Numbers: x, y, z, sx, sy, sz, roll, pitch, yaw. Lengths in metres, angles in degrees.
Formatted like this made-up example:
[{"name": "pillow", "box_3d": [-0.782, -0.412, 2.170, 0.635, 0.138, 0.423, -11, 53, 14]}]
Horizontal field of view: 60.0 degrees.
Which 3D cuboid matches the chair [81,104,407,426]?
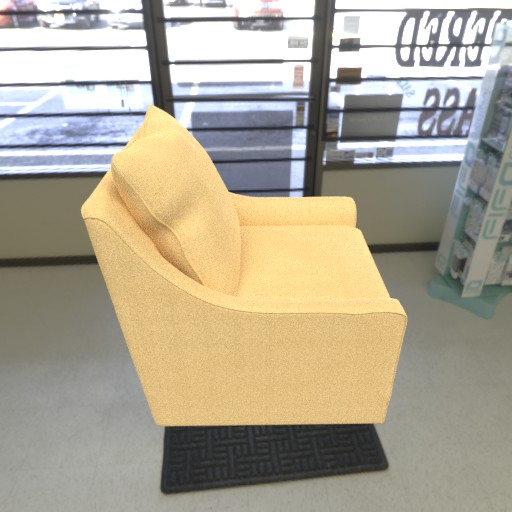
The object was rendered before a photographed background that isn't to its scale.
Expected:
[{"name": "chair", "box_3d": [0.000, 0.000, 1.569, 0.876, 0.927, 0.760, 0, 32, -1]}]
